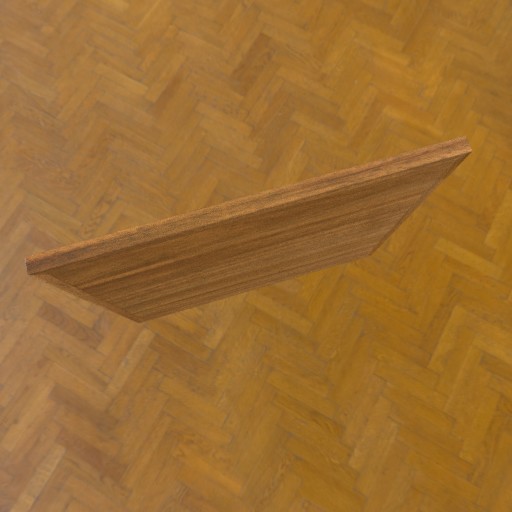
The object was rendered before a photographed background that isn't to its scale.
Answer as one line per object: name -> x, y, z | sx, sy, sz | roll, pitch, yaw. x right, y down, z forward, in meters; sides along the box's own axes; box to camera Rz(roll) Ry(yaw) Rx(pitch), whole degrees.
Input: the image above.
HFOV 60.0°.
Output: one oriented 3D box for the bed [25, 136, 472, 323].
bed -> 0.000, 0.000, 1.453 | 1.041, 0.940, 0.043 | -16, 76, -4
